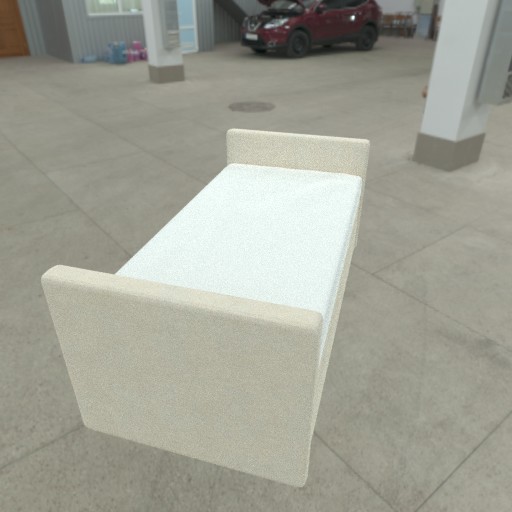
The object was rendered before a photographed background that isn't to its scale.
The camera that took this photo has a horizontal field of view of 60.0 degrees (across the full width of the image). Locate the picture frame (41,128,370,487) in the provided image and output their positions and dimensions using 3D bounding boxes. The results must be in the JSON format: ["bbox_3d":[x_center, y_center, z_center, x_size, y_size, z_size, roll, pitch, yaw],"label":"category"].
[{"bbox_3d":[0.000,0.000,2.642,1.069,0.891,2.161,9,32,14],"label":"picture frame"}]
